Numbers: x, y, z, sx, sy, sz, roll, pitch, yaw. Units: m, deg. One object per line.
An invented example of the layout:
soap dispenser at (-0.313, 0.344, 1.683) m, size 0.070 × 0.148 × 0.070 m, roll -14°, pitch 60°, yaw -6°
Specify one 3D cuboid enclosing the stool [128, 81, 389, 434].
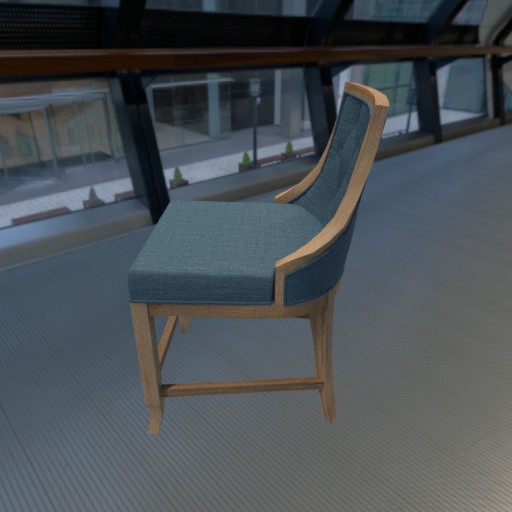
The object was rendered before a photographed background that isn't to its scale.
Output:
stool at (0.000, 0.000, 1.328) m, size 0.626 × 0.938 × 0.524 m, roll 1°, pitch 27°, yaw 2°
